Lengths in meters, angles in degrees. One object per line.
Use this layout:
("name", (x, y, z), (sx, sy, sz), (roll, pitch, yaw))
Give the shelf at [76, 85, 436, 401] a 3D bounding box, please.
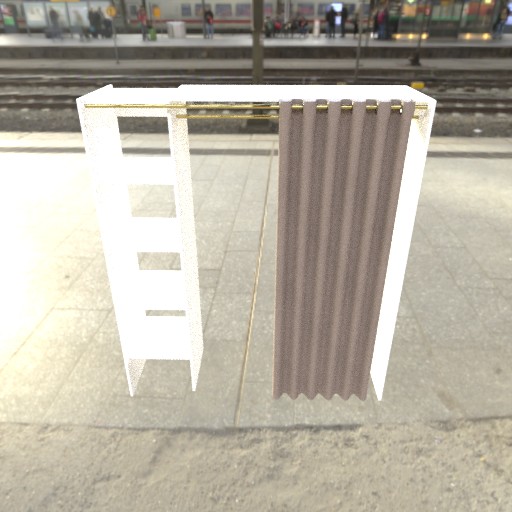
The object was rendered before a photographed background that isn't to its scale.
("shelf", (0.000, 0.000, 2.596), (1.600, 1.820, 0.500), (1, 28, 1))
